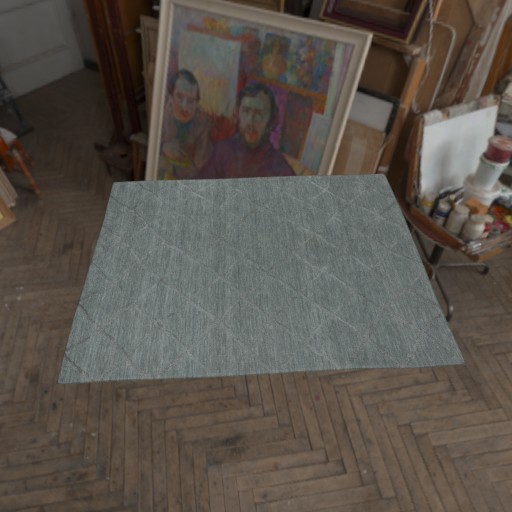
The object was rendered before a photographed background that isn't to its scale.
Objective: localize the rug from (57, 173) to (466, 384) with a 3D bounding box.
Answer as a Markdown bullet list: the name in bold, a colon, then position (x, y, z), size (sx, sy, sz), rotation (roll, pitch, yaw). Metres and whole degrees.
- **rug**: position (0.000, 0.000, 4.096), size (3.048, 0.013, 2.438), rotation (-2, 46, -2)
